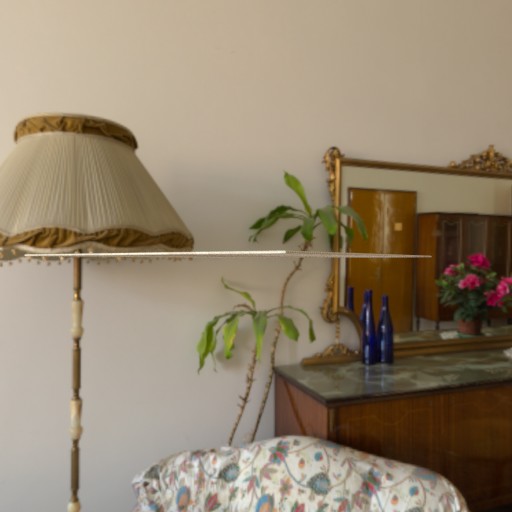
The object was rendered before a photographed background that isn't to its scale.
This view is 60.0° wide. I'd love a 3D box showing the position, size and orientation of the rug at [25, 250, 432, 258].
[{"bbox_3d":[0.000,0.000,4.130,2.438,0.013,3.048,0,-1,34],"label":"rug"}]
